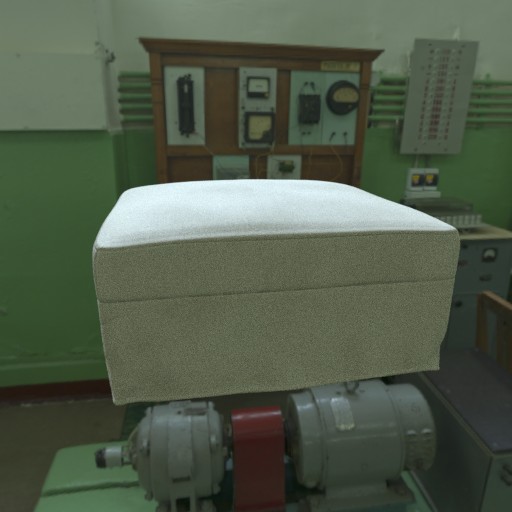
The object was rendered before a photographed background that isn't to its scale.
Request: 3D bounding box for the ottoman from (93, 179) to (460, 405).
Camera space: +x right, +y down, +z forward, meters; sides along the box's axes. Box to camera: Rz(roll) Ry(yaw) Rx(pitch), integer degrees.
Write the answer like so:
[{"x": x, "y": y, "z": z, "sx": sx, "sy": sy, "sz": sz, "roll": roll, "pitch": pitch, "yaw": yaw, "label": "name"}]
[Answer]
[{"x": 0.000, "y": 0.000, "z": 1.376, "sx": 0.843, "sy": 0.441, "sz": 0.842, "roll": -3, "pitch": 17, "yaw": -10, "label": "ottoman"}]
